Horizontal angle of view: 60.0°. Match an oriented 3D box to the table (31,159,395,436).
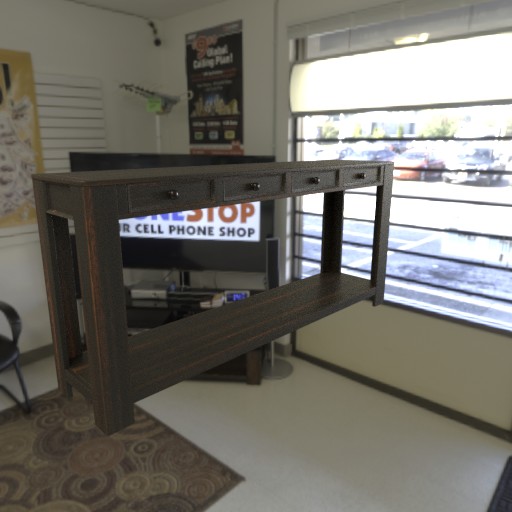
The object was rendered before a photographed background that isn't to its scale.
[{"bbox_3d":[0.000,0.000,1.920,1.631,0.762,0.384,-14,20,-43],"label":"table"}]
